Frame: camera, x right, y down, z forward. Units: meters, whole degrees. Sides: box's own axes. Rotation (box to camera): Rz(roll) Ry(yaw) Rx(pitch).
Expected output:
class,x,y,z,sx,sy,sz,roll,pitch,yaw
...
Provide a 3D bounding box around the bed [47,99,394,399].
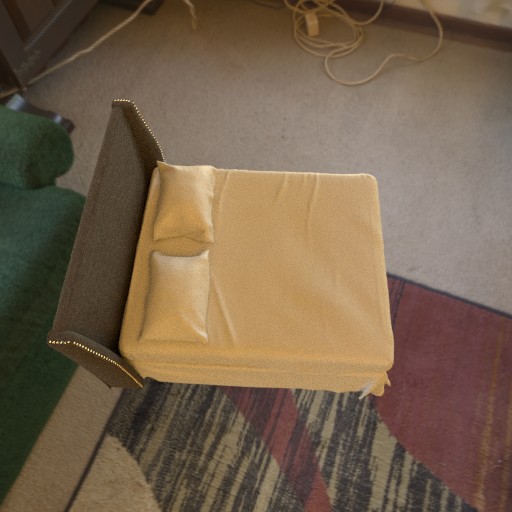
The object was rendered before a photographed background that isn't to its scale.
class,x,y,z,sx,sy,sz,roll,pitch,yaw
bed,0.000,0.000,3.449,2.276,1.332,1.925,3,63,1
